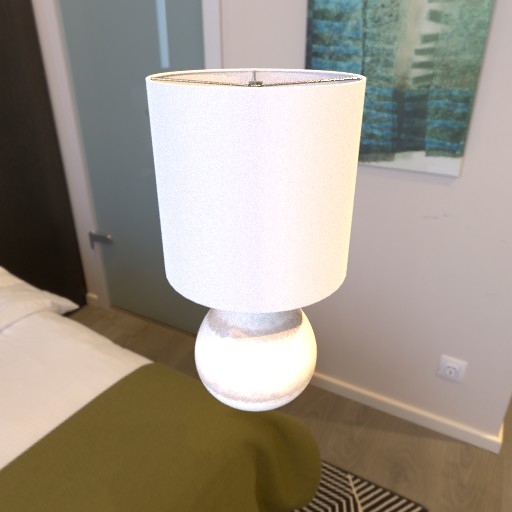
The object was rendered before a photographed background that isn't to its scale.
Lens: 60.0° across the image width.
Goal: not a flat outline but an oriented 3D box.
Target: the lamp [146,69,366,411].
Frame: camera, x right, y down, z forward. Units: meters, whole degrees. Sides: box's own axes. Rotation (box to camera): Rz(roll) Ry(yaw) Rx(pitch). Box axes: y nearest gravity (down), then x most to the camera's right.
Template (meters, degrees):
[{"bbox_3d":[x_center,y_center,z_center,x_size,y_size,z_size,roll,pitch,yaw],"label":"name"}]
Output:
[{"bbox_3d":[0.000,0.000,0.535,0.217,0.404,0.217,-1,27,-1],"label":"lamp"}]
